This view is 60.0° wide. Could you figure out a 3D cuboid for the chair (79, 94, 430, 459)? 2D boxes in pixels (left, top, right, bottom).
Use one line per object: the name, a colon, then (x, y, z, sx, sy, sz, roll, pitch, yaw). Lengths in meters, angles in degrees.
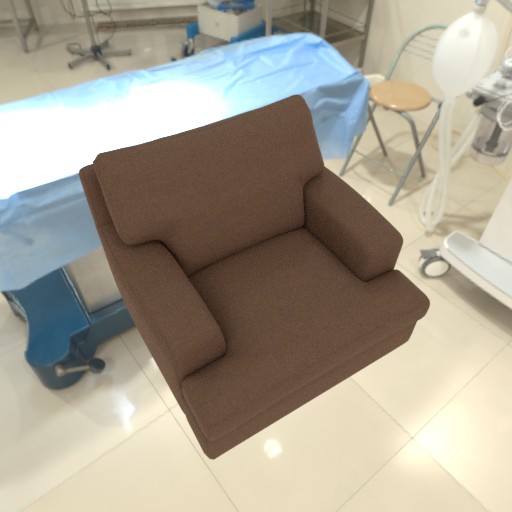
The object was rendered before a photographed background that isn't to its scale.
chair: (0.000, 0.000, 1.979, 1.168, 0.940, 1.143, -24, 51, -21)
